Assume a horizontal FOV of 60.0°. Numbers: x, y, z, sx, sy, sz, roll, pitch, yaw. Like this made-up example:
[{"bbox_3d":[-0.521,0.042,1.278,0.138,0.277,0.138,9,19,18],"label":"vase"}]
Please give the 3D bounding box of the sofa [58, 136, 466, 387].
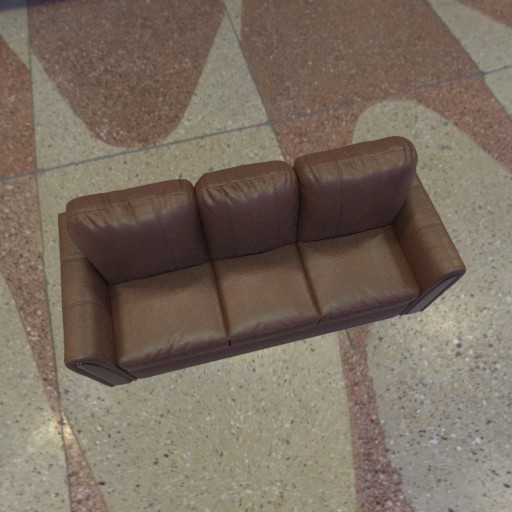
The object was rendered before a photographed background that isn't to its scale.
[{"bbox_3d":[0.000,0.000,2.253,1.862,0.915,0.802,-12,63,-6],"label":"sofa"}]
